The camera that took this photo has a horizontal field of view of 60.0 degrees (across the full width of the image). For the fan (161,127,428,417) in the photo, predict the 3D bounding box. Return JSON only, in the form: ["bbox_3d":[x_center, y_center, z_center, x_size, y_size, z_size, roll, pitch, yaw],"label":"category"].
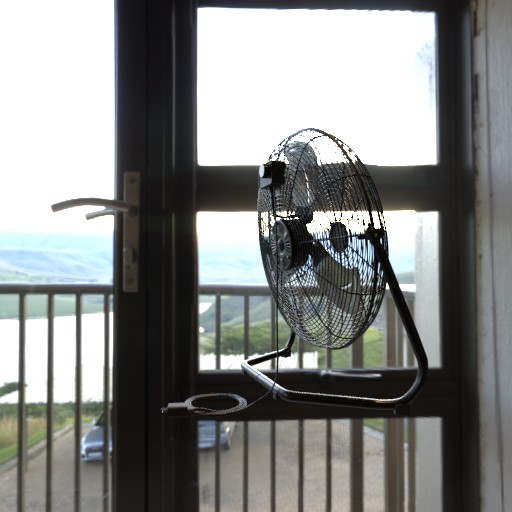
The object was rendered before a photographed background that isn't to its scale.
[{"bbox_3d":[0.000,0.000,0.937,0.424,0.546,0.555,0,-1,-19],"label":"fan"}]
